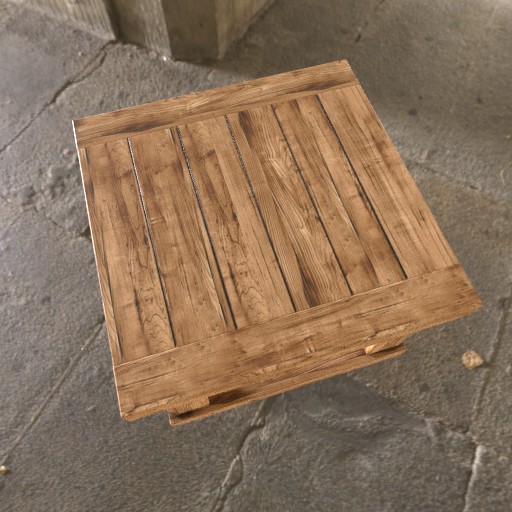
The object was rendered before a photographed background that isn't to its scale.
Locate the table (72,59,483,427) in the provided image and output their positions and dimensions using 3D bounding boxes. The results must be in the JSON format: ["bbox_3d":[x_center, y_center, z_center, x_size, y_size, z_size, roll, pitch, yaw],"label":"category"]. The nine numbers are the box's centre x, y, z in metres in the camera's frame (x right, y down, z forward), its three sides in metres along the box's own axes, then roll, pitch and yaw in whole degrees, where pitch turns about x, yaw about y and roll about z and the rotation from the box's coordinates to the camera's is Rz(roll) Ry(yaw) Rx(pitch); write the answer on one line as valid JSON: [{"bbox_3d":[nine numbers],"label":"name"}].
[{"bbox_3d":[0.000,0.000,1.036,0.610,0.457,0.610,-15,65,-7],"label":"table"}]
